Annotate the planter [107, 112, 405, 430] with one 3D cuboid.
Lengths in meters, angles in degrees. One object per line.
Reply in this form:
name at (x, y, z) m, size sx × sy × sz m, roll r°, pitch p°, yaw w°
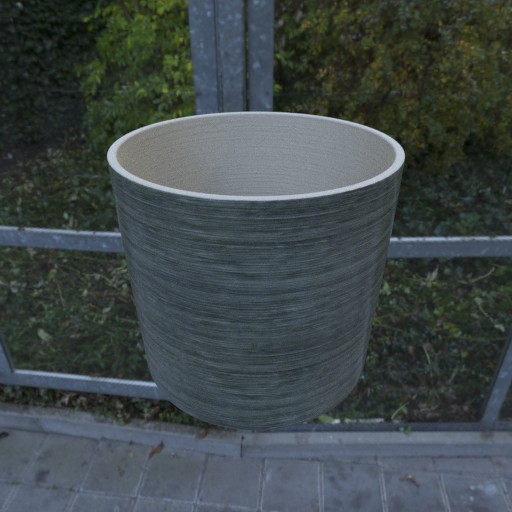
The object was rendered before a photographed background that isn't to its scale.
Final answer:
planter at (0.000, 0.000, 0.393) m, size 0.221 × 0.201 × 0.221 m, roll 0°, pitch 30°, yaw 0°
